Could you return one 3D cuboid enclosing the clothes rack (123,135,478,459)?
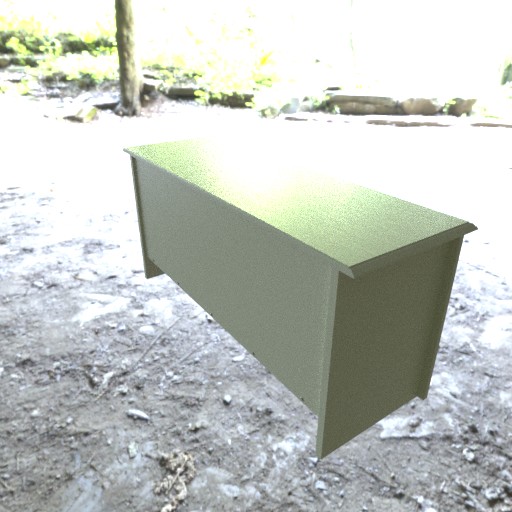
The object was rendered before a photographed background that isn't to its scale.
[{"bbox_3d":[0.000,0.000,1.485,0.405,0.558,1.218,-17,31,-31],"label":"clothes rack"}]
